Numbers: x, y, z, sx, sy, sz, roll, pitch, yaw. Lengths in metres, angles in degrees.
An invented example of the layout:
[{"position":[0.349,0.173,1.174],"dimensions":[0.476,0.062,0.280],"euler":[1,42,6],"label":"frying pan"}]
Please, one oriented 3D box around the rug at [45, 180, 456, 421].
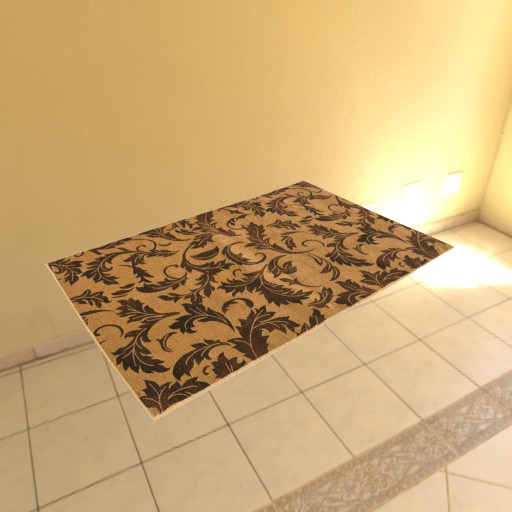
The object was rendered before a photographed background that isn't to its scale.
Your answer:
[{"position":[0.000,0.000,2.922],"dimensions":[2.284,0.008,1.522],"euler":[-22,38,-32],"label":"rug"}]
